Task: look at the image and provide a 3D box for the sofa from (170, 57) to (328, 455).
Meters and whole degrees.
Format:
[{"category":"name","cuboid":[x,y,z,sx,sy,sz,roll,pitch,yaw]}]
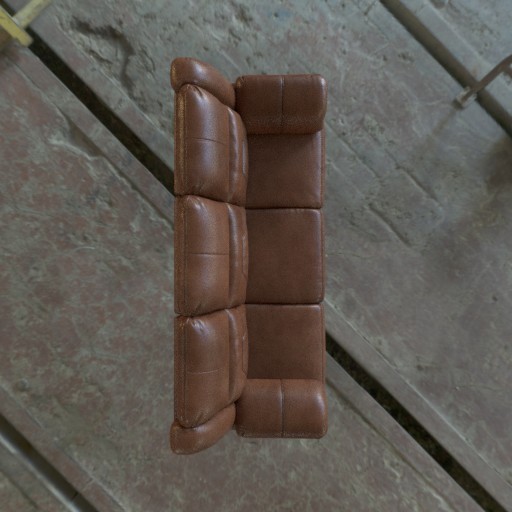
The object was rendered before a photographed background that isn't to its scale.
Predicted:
[{"category":"sofa","cuboid":[0.000,0.000,2.904,0.991,1.043,2.337,0,90,-2]}]
